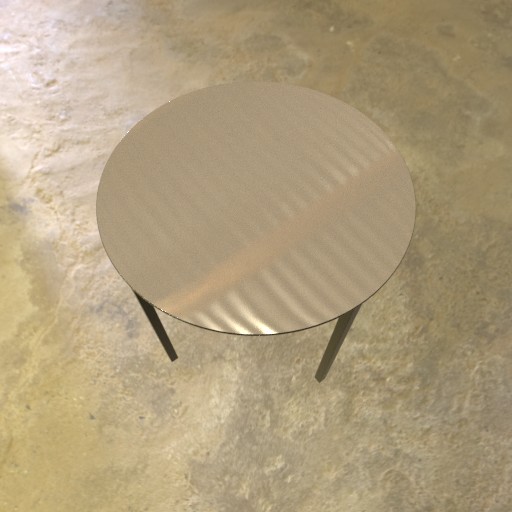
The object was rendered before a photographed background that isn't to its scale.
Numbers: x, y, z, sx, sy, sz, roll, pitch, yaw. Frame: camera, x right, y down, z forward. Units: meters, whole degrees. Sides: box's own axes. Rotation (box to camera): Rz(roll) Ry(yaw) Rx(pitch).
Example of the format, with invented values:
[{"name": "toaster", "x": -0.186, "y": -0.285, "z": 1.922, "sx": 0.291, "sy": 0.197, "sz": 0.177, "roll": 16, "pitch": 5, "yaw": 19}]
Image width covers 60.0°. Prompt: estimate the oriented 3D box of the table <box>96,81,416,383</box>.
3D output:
[{"name": "table", "x": 0.000, "y": 0.000, "z": 0.892, "sx": 0.499, "sy": 0.443, "sz": 0.499, "roll": 0, "pitch": 59, "yaw": 0}]
